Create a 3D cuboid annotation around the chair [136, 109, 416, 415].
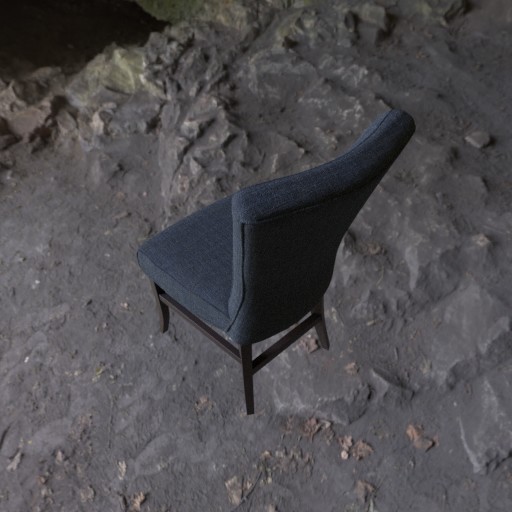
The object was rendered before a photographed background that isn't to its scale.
[{"bbox_3d":[0.000,0.000,1.374,0.520,0.991,0.660,-32,54,-28],"label":"chair"}]
